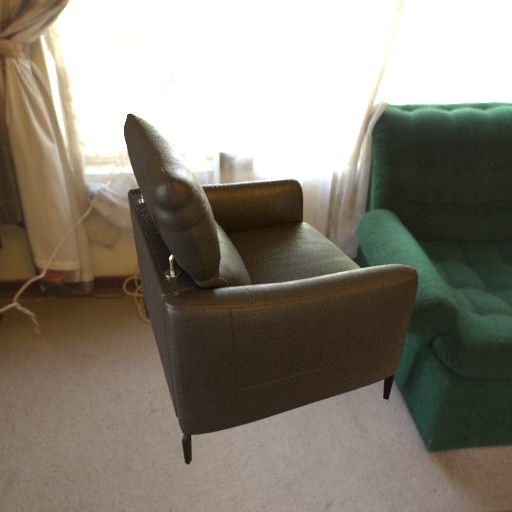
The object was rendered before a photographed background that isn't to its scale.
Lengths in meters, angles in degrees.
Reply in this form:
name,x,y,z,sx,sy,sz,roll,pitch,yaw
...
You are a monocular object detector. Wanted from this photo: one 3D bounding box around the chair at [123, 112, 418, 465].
name,x,y,z,sx,sy,sz,roll,pitch,yaw
chair,0.000,0.000,1.660,0.809,0.949,0.976,-11,31,-18
